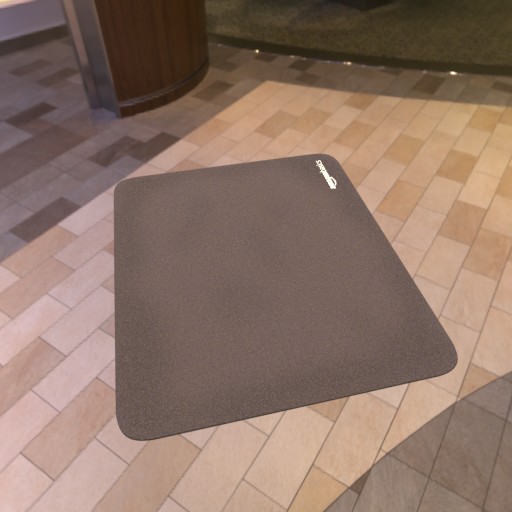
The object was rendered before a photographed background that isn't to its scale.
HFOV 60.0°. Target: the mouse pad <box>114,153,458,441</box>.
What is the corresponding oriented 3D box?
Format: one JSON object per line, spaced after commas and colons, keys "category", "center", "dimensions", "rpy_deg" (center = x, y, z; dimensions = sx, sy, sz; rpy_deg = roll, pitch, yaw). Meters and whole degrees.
{"category": "mouse pad", "center": [0.000, 0.000, 0.432], "dimensions": [0.269, 0.002, 0.315], "rpy_deg": [-9, 47, -9]}
